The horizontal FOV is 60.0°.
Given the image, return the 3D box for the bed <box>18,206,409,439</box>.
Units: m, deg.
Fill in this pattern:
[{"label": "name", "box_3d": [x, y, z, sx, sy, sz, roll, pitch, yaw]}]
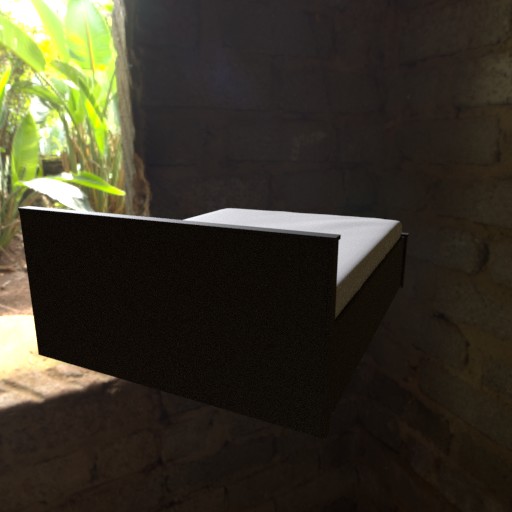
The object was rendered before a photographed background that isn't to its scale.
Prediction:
[{"label": "bed", "box_3d": [0.000, 0.000, 2.894, 1.634, 0.808, 2.103, 7, 16, 25]}]
